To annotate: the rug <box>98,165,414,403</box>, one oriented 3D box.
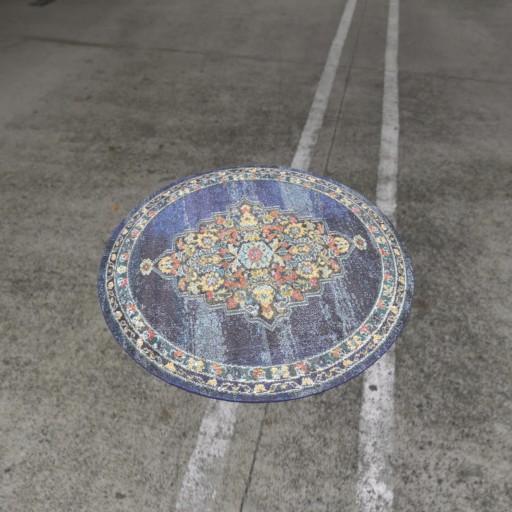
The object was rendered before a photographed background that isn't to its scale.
[{"bbox_3d":[0.000,0.000,2.292,1.591,0.010,1.591,0,47,0],"label":"rug"}]
